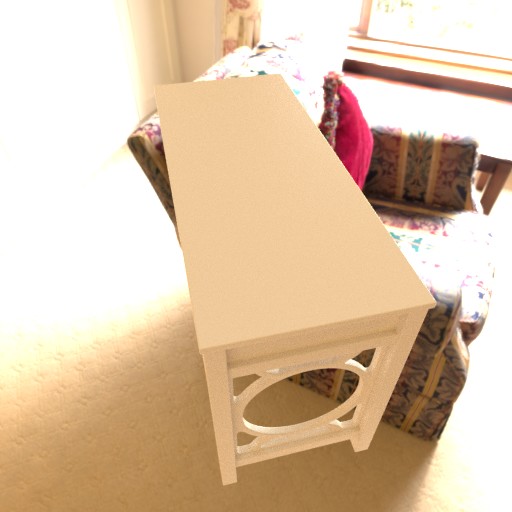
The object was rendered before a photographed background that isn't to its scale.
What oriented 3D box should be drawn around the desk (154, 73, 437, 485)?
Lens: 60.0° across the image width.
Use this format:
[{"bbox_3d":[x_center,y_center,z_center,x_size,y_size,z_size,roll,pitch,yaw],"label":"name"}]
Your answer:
[{"bbox_3d":[0.000,0.000,1.553,0.504,0.762,1.191,-10,45,-10],"label":"desk"}]
